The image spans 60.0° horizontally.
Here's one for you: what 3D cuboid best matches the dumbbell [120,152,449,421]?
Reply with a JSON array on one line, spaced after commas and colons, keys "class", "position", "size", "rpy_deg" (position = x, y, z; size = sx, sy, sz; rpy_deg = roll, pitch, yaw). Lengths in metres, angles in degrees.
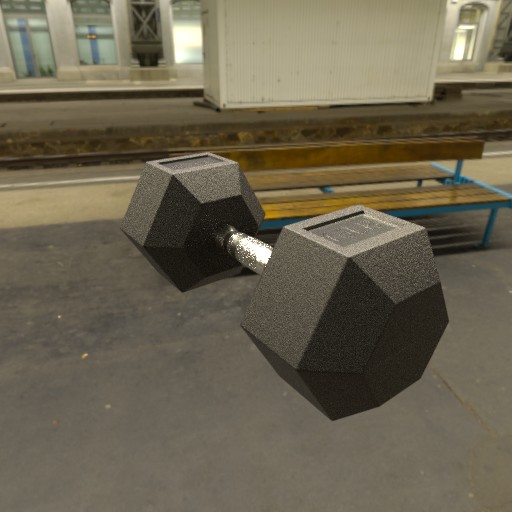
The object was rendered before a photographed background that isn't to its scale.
[{"class": "dumbbell", "position": [0.000, 0.000, 0.332], "size": [0.122, 0.106, 0.271], "rpy_deg": [-18, 31, -33]}]
